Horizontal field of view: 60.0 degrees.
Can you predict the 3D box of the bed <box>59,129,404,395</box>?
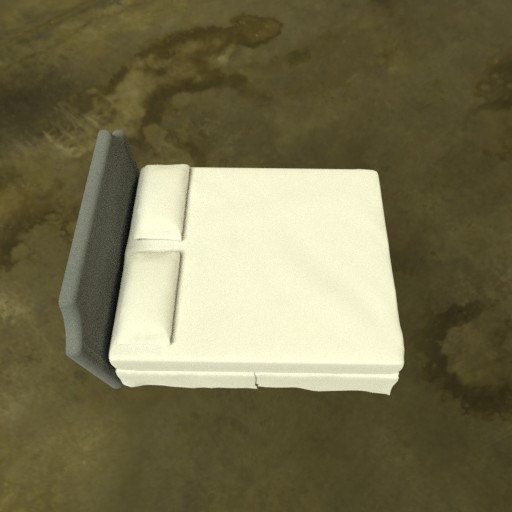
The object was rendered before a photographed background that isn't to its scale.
[{"bbox_3d":[0.000,0.000,3.403,2.259,1.296,1.811,1,62,0],"label":"bed"}]
